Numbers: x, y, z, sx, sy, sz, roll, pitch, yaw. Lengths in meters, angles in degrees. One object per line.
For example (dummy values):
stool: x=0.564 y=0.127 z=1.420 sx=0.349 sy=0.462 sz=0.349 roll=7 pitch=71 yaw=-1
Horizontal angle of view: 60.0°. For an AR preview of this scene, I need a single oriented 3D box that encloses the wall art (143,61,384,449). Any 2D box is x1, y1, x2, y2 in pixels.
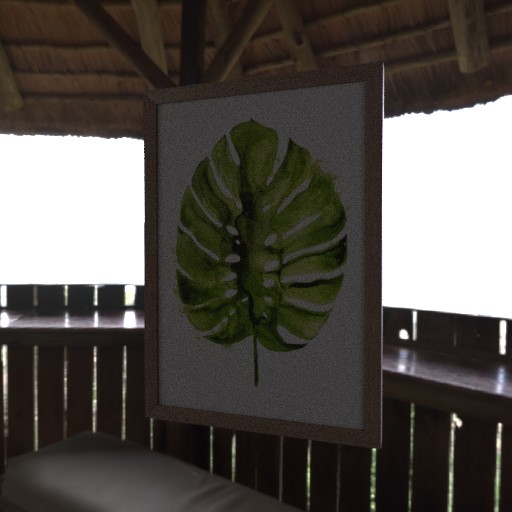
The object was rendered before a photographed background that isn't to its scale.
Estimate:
wall art: x=0.000 y=0.000 z=0.652 sx=0.358 sy=0.510 sz=0.032 roll=0 pitch=1 yaw=18
